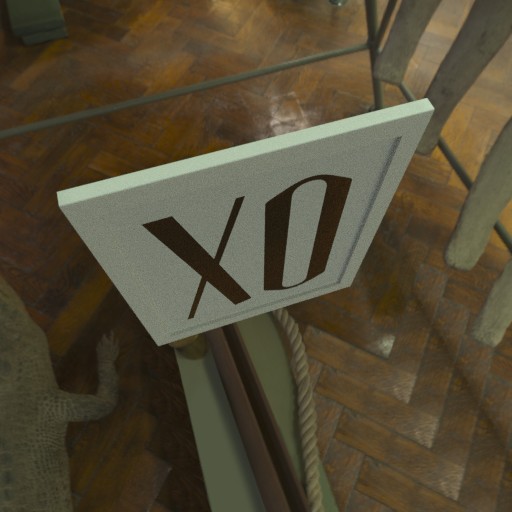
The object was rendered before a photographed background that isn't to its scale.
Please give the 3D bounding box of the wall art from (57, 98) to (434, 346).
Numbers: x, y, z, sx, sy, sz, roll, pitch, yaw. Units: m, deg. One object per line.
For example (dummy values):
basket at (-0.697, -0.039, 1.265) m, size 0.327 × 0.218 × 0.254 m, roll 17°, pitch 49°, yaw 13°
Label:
wall art at (0.000, 0.000, 0.741) m, size 0.444 × 0.536 × 0.020 m, roll -16°, pitch 64°, yaw -8°
